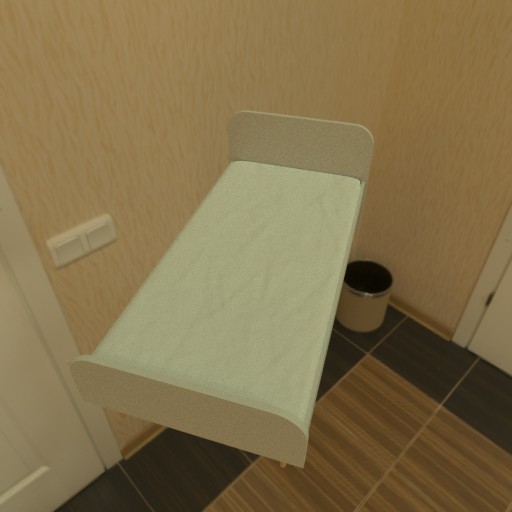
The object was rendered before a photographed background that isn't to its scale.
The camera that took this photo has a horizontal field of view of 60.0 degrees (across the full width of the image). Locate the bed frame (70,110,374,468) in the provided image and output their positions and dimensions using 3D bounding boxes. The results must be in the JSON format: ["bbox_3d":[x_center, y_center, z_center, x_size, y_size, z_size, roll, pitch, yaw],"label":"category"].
[{"bbox_3d":[0.000,0.000,2.457,0.998,0.805,1.963,11,42,13],"label":"bed frame"}]
